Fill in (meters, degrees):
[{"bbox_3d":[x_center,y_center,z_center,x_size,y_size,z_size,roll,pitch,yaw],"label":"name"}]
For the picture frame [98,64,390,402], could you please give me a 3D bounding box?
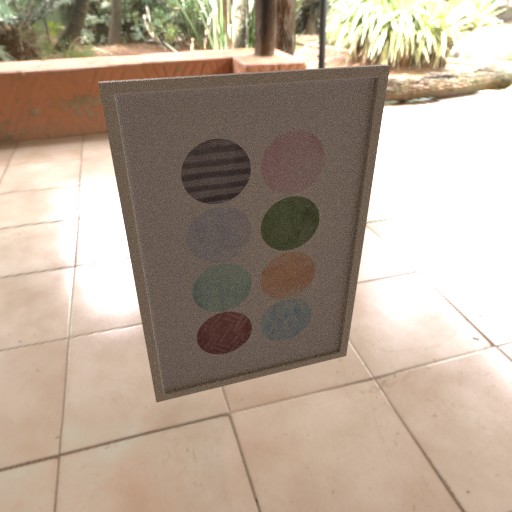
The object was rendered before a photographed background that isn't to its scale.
[{"bbox_3d":[0.000,0.000,0.848,0.457,0.657,0.013,-10,34,-15],"label":"picture frame"}]
